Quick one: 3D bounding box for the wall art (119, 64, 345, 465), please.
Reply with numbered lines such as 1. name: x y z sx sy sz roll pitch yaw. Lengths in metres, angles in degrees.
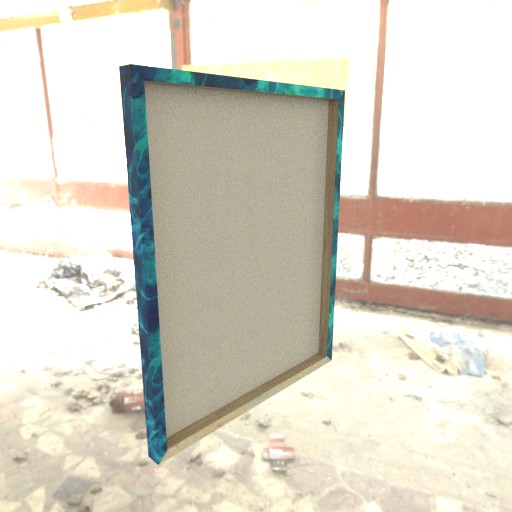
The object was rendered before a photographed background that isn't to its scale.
1. wall art: 0.000 0.000 1.028 0.038 0.760 0.609 15 21 43
